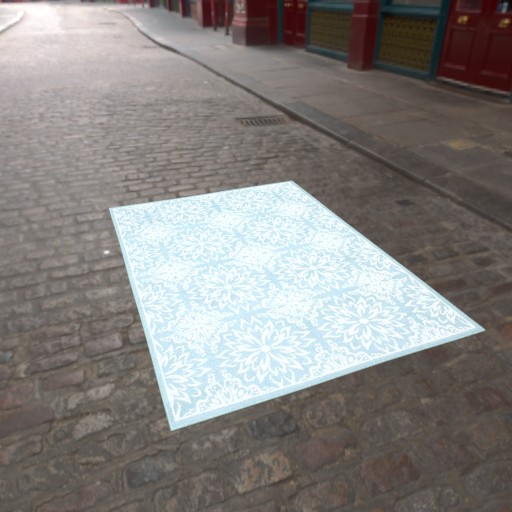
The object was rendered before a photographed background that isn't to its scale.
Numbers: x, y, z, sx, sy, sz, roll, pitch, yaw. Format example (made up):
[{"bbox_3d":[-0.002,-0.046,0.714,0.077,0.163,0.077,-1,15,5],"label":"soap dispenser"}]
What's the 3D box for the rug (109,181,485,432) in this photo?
[{"bbox_3d":[0.000,0.000,2.834,1.589,0.014,2.205,-12,33,-19],"label":"rug"}]
